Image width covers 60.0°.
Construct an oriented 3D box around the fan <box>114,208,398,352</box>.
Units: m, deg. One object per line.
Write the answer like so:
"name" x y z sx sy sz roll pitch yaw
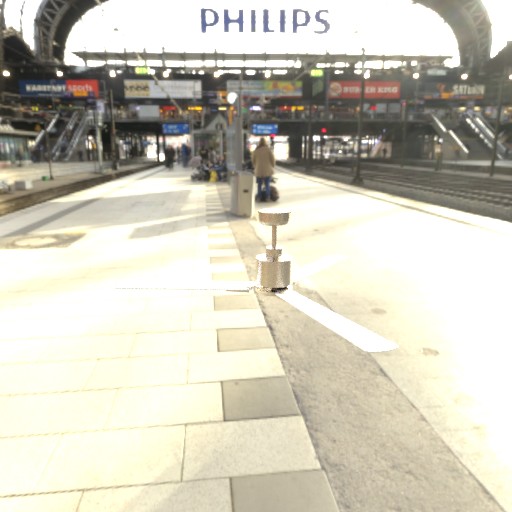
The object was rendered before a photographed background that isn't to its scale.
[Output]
"fan" 0.000 0.000 2.312 1.531 0.446 1.561 -2 14 -9
